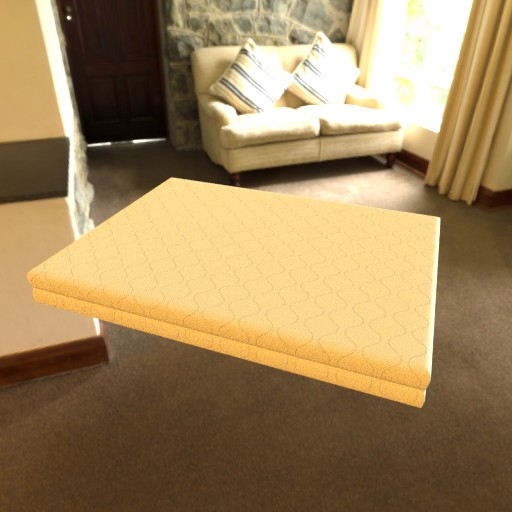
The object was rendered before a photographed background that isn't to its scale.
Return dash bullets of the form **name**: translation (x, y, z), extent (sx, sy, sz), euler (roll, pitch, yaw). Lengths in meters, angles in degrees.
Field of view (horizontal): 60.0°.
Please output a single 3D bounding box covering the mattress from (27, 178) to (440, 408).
- **mattress**: translation (0.000, 0.000, 2.498), extent (1.900, 0.200, 1.400), euler (11, 33, 18)
